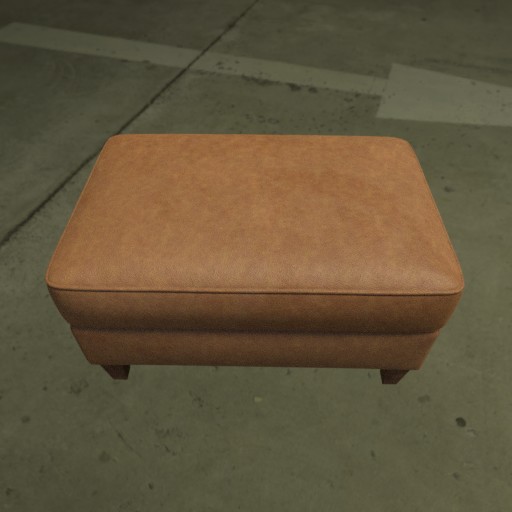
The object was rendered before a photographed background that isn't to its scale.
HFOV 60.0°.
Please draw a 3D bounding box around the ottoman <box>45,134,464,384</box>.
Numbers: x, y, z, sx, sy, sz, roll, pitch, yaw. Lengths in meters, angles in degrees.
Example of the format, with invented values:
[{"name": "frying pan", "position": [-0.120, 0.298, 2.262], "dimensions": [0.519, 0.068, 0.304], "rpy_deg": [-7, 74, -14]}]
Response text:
[{"name": "ottoman", "position": [0.000, 0.000, 1.188], "dimensions": [0.864, 0.483, 0.584], "rpy_deg": [1, 46, 1]}]
